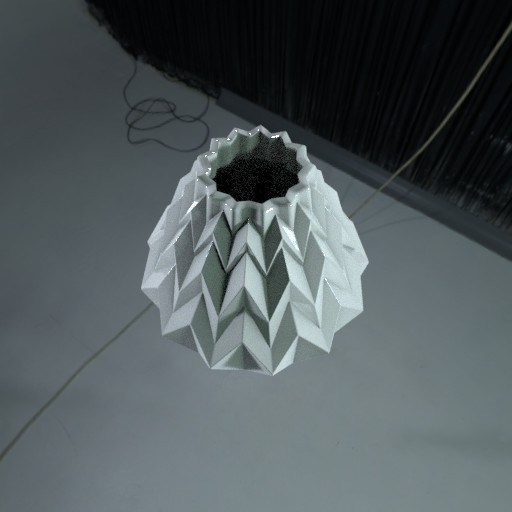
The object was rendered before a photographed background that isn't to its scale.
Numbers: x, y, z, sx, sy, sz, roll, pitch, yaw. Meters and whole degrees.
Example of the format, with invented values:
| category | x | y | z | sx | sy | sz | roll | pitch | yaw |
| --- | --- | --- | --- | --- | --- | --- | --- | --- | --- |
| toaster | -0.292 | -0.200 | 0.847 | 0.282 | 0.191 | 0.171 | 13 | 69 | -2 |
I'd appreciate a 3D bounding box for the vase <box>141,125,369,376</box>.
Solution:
| category | x | y | z | sx | sy | sz | roll | pitch | yaw |
| --- | --- | --- | --- | --- | --- | --- | --- | --- | --- |
| vase | 0.000 | 0.000 | 0.314 | 0.164 | 0.185 | 0.164 | 0 | 58 | 0 |
